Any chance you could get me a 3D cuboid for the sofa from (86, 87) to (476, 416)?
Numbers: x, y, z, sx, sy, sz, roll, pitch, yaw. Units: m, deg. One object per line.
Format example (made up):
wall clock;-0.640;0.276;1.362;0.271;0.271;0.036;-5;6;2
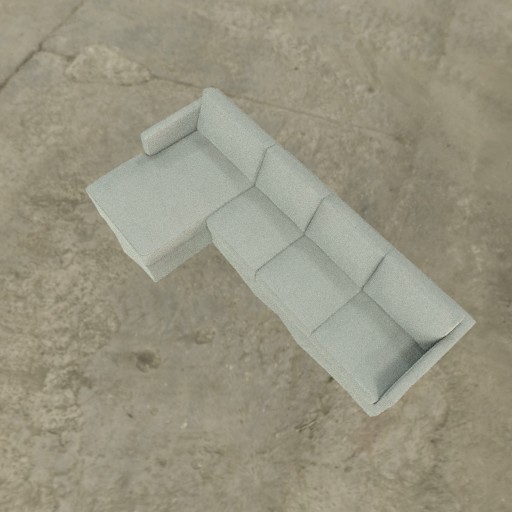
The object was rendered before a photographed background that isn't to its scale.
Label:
sofa;0.000;0.000;3.864;1.650;0.922;3.205;-37;69;-17
